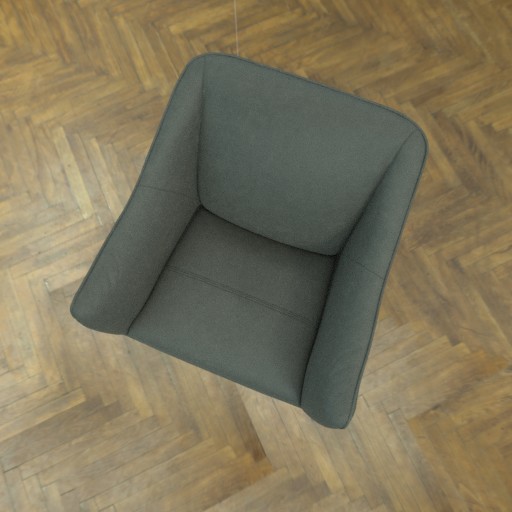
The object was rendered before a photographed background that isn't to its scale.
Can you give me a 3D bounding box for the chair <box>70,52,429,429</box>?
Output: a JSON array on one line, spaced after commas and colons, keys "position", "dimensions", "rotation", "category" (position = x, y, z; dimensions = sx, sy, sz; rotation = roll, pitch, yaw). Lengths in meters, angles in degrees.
[{"position": [0.000, 0.000, 1.513], "dimensions": [0.871, 0.830, 0.852], "rotation": [21, 76, 5], "category": "chair"}]
